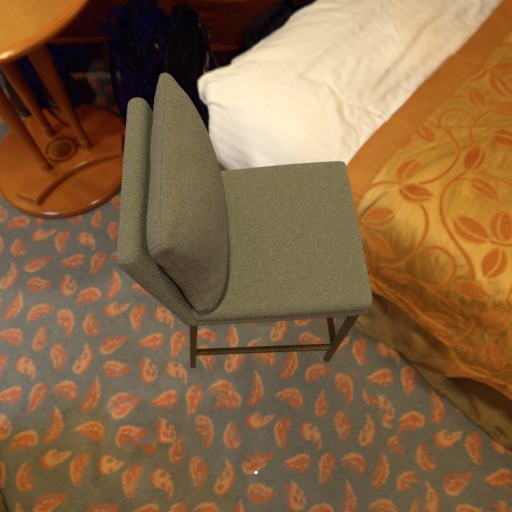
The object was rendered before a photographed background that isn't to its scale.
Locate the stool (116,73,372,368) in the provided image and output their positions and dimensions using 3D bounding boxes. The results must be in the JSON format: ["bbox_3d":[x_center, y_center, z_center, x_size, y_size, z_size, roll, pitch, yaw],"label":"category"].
[{"bbox_3d":[0.000,0.000,1.339,0.569,1.031,0.463,-4,64,-2],"label":"stool"}]
